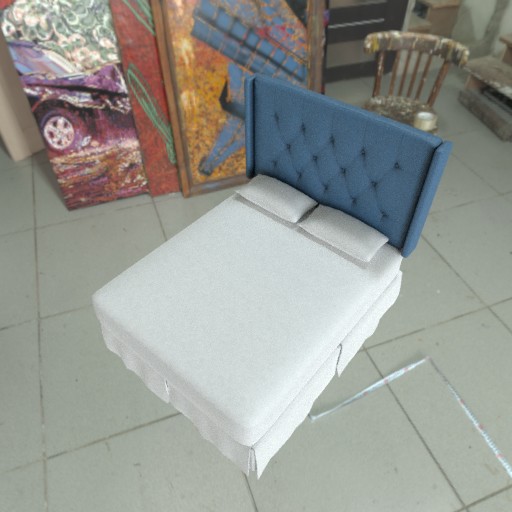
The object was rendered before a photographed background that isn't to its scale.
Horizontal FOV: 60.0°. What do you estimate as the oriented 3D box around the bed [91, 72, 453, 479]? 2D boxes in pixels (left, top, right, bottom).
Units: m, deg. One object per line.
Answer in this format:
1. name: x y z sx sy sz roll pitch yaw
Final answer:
1. bed: 0.000 0.000 3.325 1.719 1.665 2.078 31 53 27
